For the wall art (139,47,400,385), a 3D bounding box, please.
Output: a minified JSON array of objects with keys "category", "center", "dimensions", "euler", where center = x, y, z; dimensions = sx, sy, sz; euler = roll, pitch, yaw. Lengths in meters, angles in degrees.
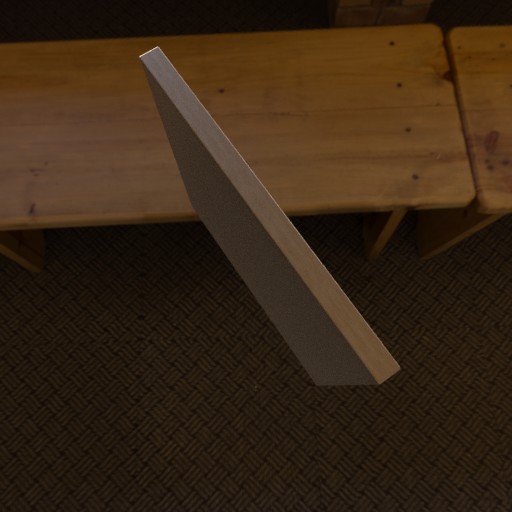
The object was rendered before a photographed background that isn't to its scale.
[{"category":"wall art","center":[0.000,0.000,0.770],"dimensions":[0.030,0.506,0.503],"euler":[-33,76,-9]}]
